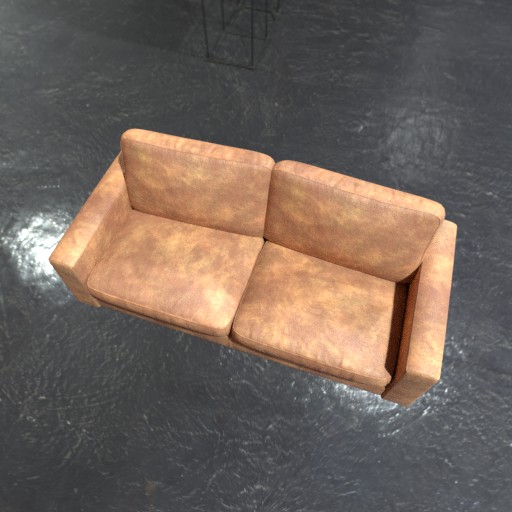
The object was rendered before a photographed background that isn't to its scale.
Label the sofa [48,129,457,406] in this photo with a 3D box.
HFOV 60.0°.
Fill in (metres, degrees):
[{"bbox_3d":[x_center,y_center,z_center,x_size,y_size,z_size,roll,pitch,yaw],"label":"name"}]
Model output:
[{"bbox_3d":[0.000,0.000,2.643,2.179,0.873,1.016,16,59,10],"label":"sofa"}]
